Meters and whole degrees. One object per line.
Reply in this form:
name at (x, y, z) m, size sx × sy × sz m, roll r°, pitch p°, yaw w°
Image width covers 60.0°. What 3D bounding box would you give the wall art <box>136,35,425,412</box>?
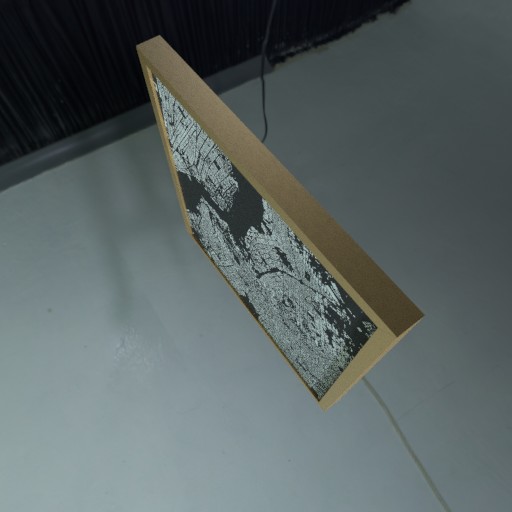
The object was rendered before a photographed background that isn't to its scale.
wall art at (0.000, 0.000, 1.886) m, size 0.095 × 1.284 × 1.284 m, roll -33°, pitch 68°, yaw -15°
